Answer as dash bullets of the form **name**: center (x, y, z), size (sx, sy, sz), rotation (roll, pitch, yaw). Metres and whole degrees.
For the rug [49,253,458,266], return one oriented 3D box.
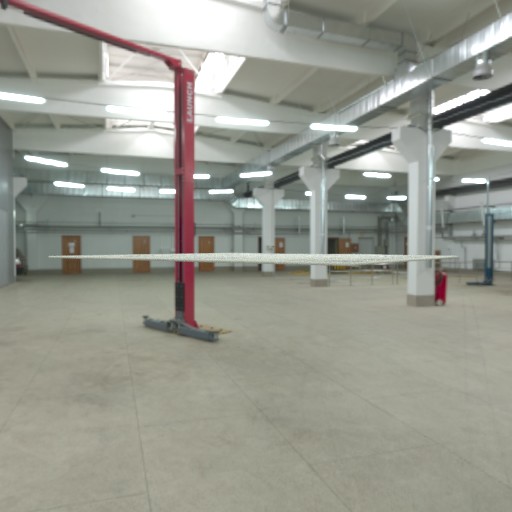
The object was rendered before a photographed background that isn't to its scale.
- **rug**: center (0.000, 0.000, 4.007), size (2.921, 0.032, 2.311), rotation (1, 1, 37)
